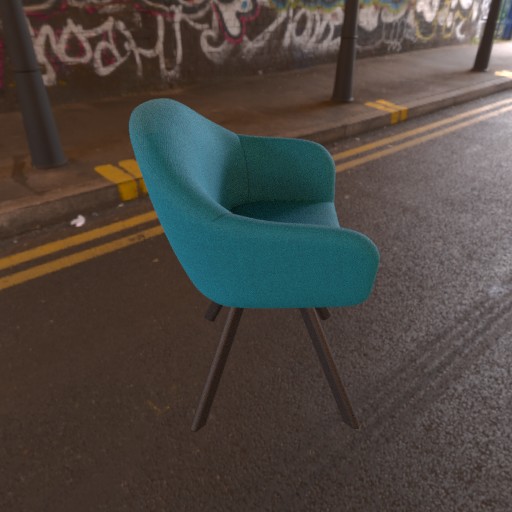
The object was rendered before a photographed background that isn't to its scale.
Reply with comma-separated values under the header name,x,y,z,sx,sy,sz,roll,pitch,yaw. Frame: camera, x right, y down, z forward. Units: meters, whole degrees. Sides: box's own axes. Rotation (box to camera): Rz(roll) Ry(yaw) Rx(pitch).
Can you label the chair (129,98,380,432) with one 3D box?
name,x,y,z,sx,sy,sz,roll,pitch,yaw
chair,0.000,0.000,1.186,0.550,0.795,0.590,-1,32,-1
